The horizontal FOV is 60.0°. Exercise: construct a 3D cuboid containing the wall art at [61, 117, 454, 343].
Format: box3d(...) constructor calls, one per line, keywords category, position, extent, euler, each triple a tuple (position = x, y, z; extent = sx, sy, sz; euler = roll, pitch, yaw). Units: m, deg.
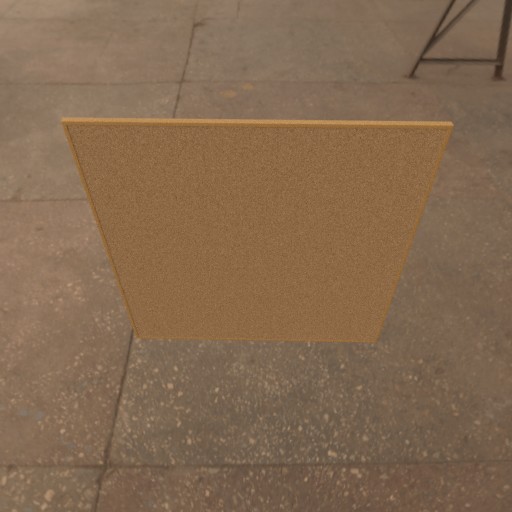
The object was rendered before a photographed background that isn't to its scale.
box3d(category="wall art", position=(0.000, 0.000, 0.982), extent=(0.657, 0.655, 0.014), euler=(1, 46, 1))
